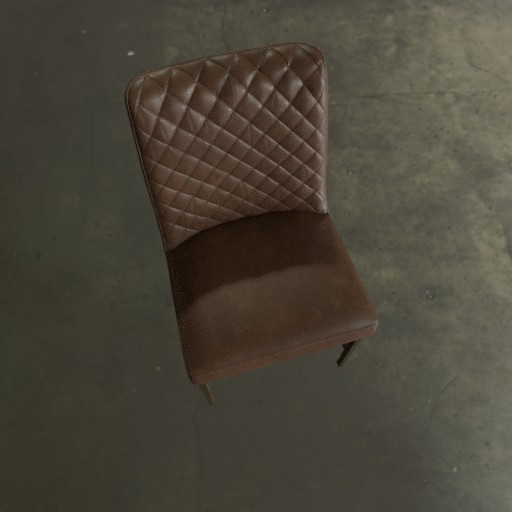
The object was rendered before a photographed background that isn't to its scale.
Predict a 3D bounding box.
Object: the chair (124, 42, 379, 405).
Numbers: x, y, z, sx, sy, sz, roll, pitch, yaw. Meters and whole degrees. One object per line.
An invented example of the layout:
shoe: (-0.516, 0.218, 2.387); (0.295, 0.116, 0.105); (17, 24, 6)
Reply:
chair: (0.000, 0.000, 1.240); (0.508, 0.889, 0.587); (-14, 63, -7)
